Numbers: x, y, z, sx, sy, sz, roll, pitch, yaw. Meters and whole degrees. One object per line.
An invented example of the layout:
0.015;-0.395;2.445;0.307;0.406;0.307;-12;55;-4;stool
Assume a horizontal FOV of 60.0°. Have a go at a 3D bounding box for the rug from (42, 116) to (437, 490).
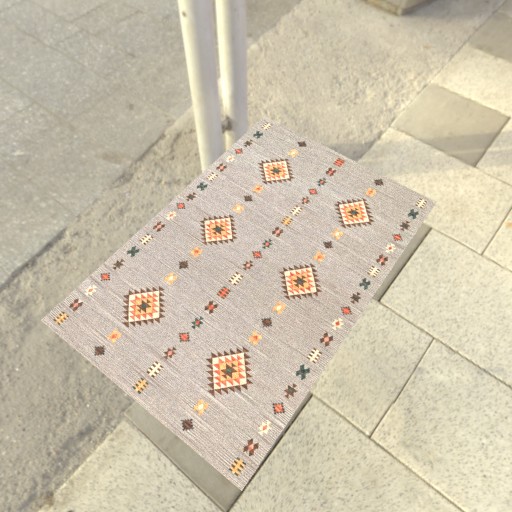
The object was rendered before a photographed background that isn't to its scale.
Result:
0.000;0.000;2.324;1.217;0.005;1.818;32;63;19;rug
